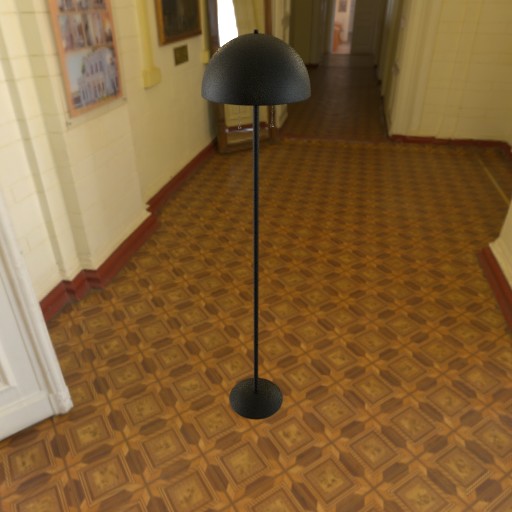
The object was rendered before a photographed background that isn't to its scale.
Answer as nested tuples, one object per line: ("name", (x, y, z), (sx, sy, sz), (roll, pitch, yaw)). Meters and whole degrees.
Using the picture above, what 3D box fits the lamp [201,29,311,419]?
("lamp", (0.000, 0.000, 1.624), (0.328, 1.480, 0.328), (-18, 35, -28))
